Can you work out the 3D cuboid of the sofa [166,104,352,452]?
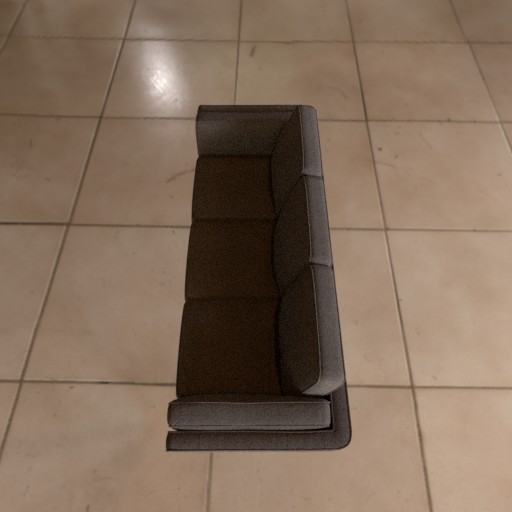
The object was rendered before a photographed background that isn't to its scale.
[{"bbox_3d":[0.000,0.000,2.832,0.903,0.899,2.362,0,58,0],"label":"sofa"}]
